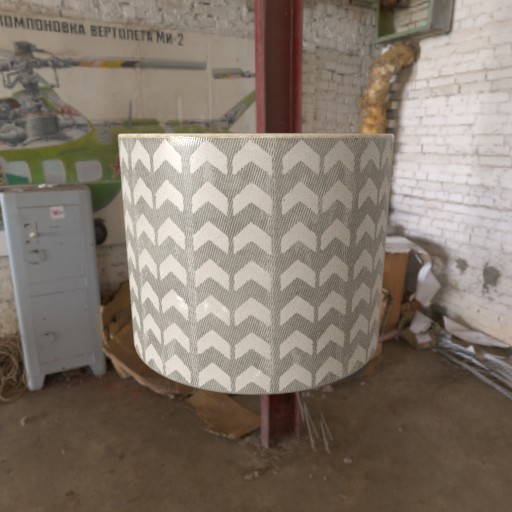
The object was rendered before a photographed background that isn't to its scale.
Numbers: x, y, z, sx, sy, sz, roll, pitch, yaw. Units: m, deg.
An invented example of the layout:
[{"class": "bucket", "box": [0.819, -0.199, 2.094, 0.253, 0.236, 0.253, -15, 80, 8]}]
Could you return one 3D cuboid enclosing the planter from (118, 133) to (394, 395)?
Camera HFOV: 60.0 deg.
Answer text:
[{"class": "planter", "box": [0.000, 0.000, 0.342, 0.190, 0.181, 0.190, 0, 15, 0]}]
